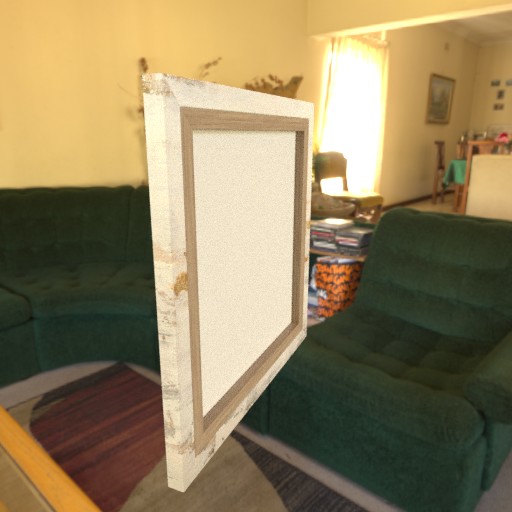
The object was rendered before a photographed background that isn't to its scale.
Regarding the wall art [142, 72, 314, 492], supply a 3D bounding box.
[{"bbox_3d":[0.000,0.000,1.092,0.038,0.755,0.753,7,17,24],"label":"wall art"}]
